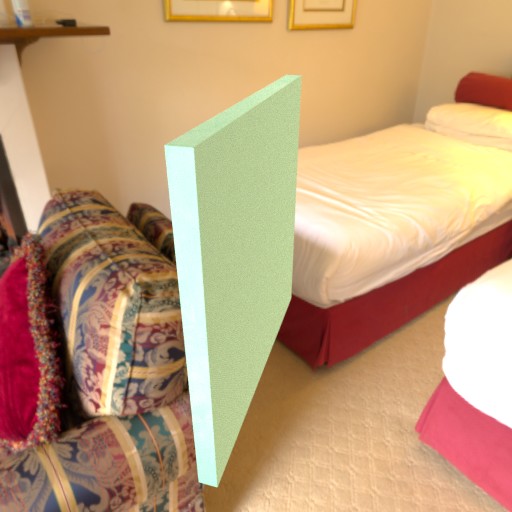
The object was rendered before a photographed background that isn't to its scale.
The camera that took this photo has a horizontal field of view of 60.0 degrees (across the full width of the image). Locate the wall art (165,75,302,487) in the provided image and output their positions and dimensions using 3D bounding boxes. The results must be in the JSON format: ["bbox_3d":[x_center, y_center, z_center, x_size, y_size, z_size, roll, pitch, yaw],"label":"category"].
[{"bbox_3d":[0.000,0.000,0.887,0.036,0.603,0.603,8,30,14],"label":"wall art"}]
